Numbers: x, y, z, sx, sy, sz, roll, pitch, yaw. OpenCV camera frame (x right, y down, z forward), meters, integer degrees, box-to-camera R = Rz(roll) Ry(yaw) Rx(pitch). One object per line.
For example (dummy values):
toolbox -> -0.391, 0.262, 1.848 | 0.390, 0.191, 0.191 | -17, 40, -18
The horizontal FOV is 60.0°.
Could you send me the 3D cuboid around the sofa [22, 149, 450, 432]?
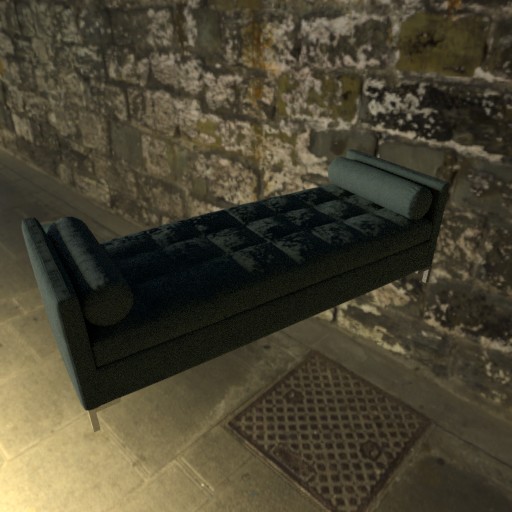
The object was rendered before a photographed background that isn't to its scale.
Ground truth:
sofa -> 0.000, 0.000, 2.396 | 2.102, 0.657, 0.797 | -18, 34, -28
